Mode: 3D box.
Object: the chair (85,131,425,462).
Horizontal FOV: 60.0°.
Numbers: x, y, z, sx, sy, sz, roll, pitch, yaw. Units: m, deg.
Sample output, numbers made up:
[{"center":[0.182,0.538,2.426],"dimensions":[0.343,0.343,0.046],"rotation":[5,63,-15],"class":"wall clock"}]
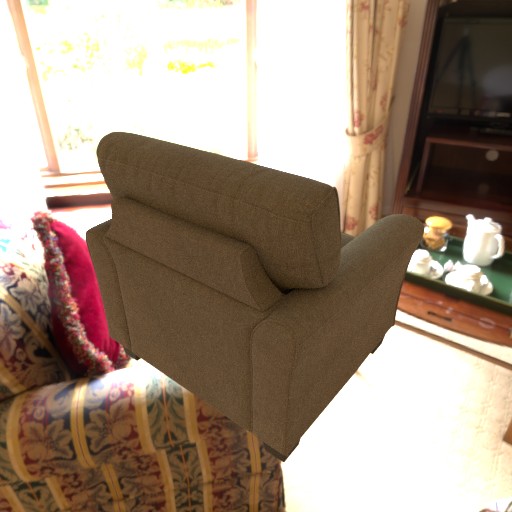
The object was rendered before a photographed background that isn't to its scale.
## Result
[{"center":[0.000,0.000,1.636],"dimensions":[0.941,0.890,0.816],"rotation":[22,37,33],"class":"chair"}]
